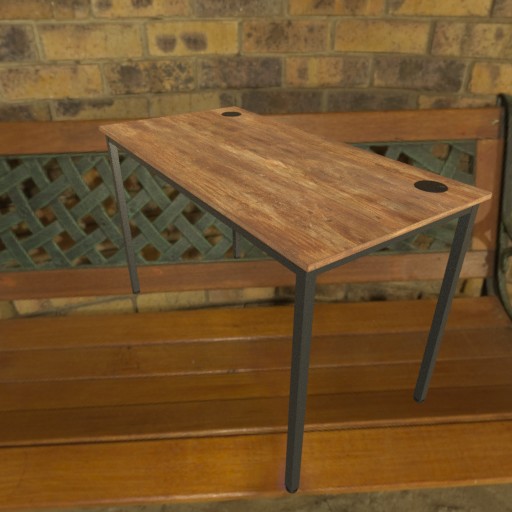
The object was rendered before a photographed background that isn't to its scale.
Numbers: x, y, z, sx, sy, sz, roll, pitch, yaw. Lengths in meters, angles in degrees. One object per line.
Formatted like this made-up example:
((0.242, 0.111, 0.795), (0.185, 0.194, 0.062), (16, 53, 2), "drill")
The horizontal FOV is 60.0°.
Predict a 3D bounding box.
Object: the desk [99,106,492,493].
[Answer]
((0.000, 0.000, 1.567), (0.600, 0.749, 1.200), (-19, 36, -29), "desk")
